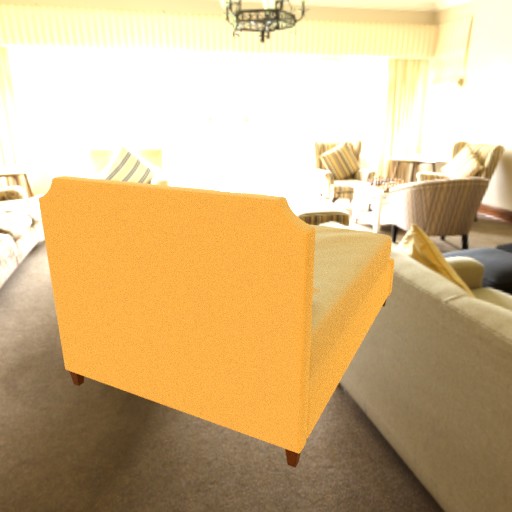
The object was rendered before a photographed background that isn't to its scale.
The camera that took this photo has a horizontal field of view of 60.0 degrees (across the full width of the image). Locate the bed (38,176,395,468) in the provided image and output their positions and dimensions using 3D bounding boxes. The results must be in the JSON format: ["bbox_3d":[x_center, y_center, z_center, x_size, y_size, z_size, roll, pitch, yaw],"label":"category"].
[{"bbox_3d":[0.000,0.000,3.401,1.703,1.415,2.329,9,21,25],"label":"bed"}]
